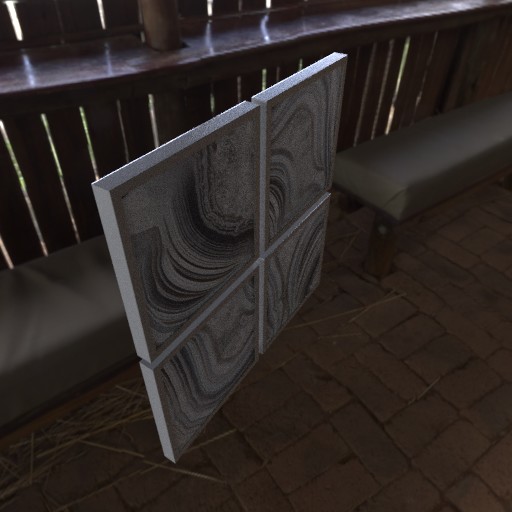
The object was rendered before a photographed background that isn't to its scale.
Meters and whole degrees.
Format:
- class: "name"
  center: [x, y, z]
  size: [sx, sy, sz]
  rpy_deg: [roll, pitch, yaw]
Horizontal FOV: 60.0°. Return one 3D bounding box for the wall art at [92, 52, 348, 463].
- class: "wall art"
  center: [0.000, 0.000, 0.869]
  size: [0.029, 0.611, 0.611]
  rpy_deg: [23, 45, 25]
